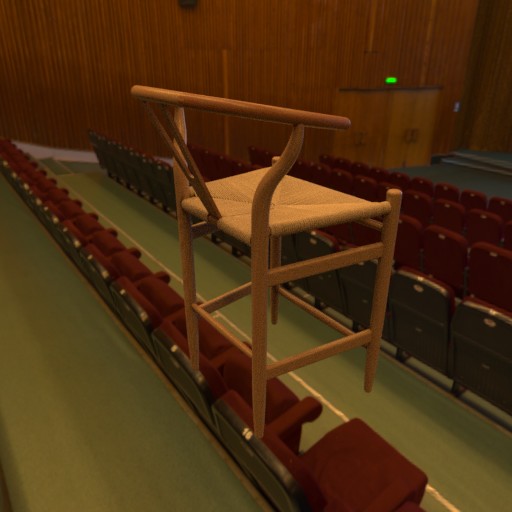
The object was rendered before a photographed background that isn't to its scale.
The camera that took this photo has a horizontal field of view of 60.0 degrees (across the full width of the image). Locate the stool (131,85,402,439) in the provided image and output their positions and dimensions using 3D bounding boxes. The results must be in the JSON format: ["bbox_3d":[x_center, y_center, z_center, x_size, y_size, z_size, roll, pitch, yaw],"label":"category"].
[{"bbox_3d":[0.000,0.000,1.260,0.575,0.923,0.536,-17,30,-33],"label":"stool"}]
